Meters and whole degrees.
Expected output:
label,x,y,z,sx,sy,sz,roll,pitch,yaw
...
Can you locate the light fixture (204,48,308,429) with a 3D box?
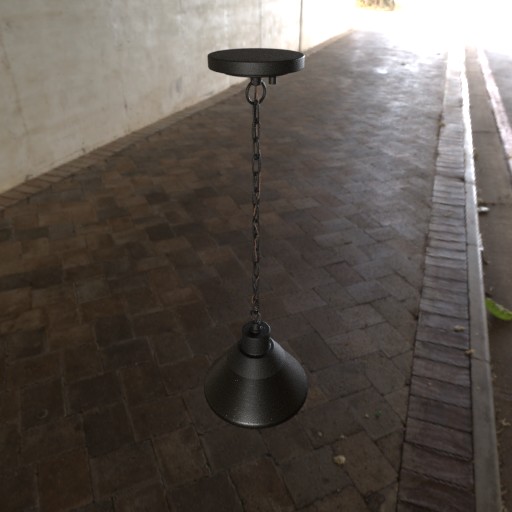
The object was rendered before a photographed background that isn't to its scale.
label,x,y,z,sx,sy,sz,roll,pitch,yaw
light fixture,0.000,0.000,0.704,0.201,0.588,0.201,-21,38,-30
